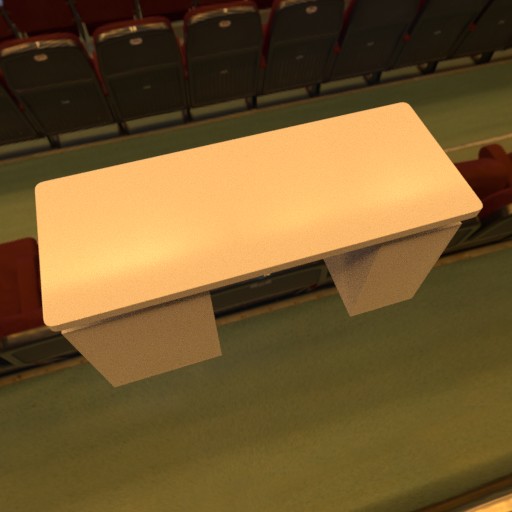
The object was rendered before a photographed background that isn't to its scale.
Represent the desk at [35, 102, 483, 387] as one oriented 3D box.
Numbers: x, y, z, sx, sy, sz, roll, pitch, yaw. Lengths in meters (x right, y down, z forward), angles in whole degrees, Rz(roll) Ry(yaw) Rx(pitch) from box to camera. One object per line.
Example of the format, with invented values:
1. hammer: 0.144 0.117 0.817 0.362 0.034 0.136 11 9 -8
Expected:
1. desk: 0.000 0.000 1.795 1.400 0.762 0.550 -15 59 -9
